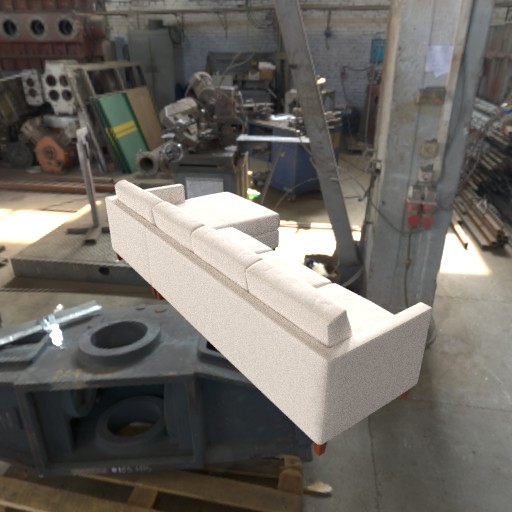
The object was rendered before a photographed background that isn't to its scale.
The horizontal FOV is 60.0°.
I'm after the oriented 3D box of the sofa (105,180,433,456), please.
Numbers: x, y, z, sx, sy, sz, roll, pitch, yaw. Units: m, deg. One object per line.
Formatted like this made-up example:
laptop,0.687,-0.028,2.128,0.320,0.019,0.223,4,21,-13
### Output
sofa,0.000,0.000,4.098,1.606,0.954,3.471,-17,30,-32
